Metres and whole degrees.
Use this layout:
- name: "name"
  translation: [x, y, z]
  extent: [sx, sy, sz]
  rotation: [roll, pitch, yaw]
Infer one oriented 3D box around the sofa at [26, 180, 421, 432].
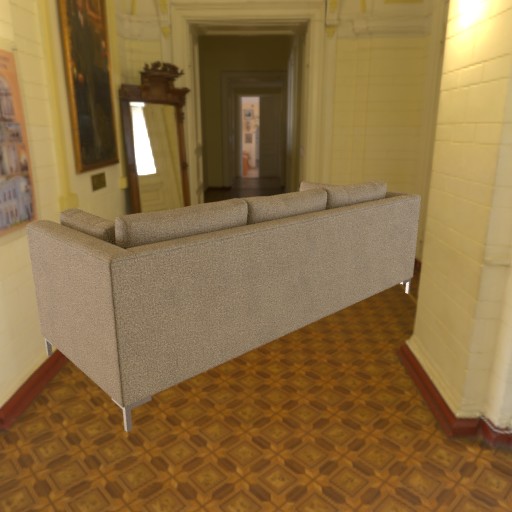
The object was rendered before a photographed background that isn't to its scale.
- name: "sofa"
  translation: [0.000, 0.000, 2.847]
  extent: [2.415, 0.867, 0.969]
  rotation: [-15, 21, -42]
